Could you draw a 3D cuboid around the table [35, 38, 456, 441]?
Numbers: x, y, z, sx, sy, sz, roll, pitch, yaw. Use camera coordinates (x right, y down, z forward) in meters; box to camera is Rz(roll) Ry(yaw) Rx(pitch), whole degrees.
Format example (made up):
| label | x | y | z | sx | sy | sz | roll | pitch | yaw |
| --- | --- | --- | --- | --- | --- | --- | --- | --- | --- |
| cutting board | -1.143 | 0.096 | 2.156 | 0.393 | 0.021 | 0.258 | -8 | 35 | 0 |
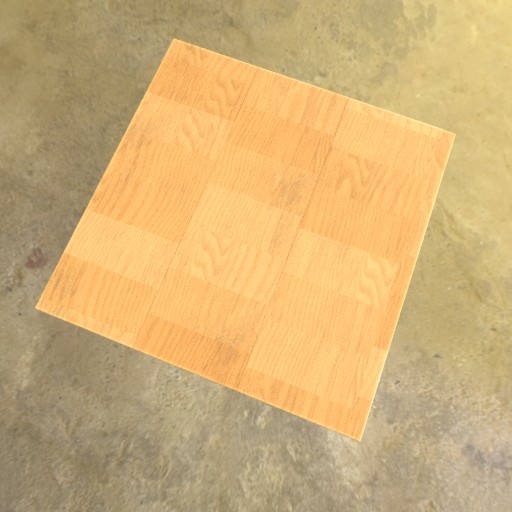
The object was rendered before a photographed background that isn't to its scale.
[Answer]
| label | x | y | z | sx | sy | sz | roll | pitch | yaw |
| --- | --- | --- | --- | --- | --- | --- | --- | --- | --- |
| table | 0.000 | 0.000 | 1.377 | 0.747 | 0.738 | 0.747 | 21 | 77 | 5 |
